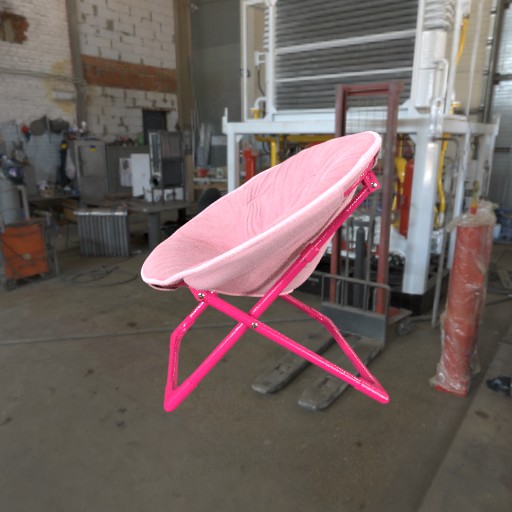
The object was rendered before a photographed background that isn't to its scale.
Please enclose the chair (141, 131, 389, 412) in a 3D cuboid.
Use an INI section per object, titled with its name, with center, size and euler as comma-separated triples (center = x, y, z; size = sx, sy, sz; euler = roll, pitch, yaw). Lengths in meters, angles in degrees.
[chair]
center = 0.000, 0.000, 0.912
size = 0.459, 0.494, 0.522
euler = -2, 15, -8
